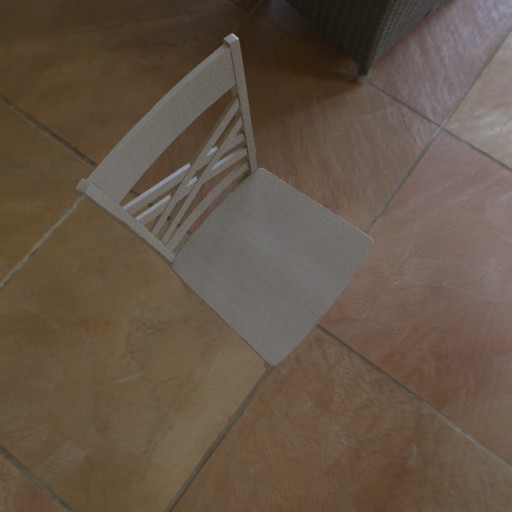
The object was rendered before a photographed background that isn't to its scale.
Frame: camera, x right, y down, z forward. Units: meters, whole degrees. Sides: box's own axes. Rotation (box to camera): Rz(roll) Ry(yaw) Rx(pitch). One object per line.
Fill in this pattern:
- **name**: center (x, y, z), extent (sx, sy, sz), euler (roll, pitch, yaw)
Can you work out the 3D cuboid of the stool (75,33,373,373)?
- **stool**: center (0.000, 0.000, 1.361), extent (0.539, 1.079, 0.462), euler (39, 78, 10)
